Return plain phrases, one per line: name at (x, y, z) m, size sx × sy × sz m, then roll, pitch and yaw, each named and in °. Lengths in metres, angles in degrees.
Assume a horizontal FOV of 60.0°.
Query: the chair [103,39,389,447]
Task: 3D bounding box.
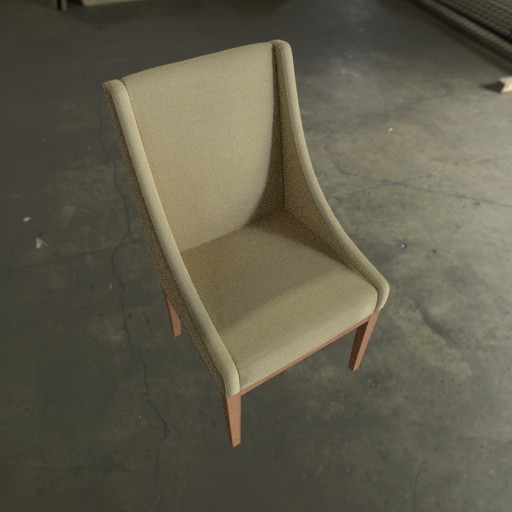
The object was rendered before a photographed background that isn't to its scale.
chair at (0.000, 0.000, 1.371) m, size 0.575 × 1.021 × 0.611 m, roll -25°, pitch 51°, yaw -22°
